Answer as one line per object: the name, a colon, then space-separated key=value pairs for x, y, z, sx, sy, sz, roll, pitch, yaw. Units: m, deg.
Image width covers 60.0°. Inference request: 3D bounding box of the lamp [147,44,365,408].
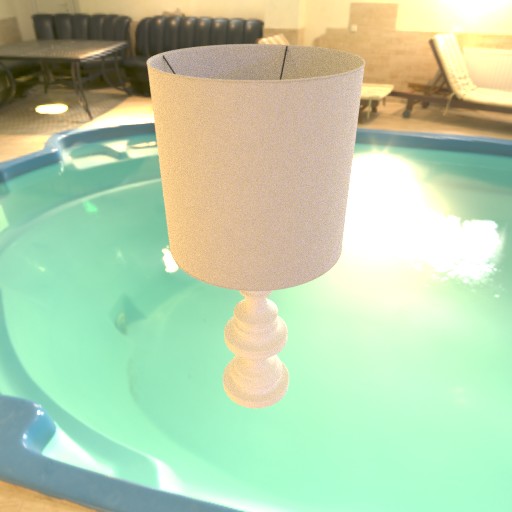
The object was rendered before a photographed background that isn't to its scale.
lamp: x=0.000 y=0.000 z=0.553 sx=0.208 sy=0.455 sz=0.208 roll=0 pitch=33 yaw=0
